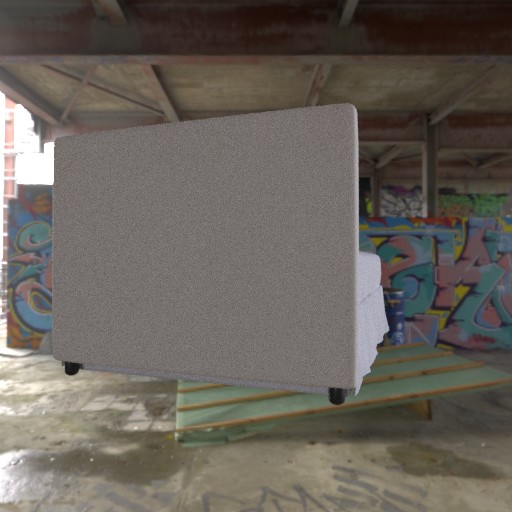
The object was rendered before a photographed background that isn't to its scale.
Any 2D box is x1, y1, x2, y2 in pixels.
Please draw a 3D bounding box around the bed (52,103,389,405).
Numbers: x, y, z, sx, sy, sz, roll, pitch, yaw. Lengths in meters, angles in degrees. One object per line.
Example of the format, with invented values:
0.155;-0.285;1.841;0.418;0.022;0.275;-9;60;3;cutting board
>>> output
0.000;0.000;3.158;1.713;1.330;2.142;0;0;20;bed
